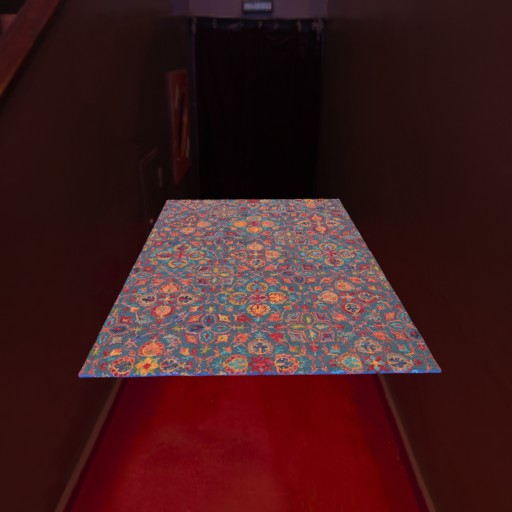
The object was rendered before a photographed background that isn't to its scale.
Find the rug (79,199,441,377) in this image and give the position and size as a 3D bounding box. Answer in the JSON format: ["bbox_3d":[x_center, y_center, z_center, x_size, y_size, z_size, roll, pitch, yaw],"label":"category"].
[{"bbox_3d":[0.000,0.000,2.307,1.216,0.014,1.836,0,25,-1],"label":"rug"}]
